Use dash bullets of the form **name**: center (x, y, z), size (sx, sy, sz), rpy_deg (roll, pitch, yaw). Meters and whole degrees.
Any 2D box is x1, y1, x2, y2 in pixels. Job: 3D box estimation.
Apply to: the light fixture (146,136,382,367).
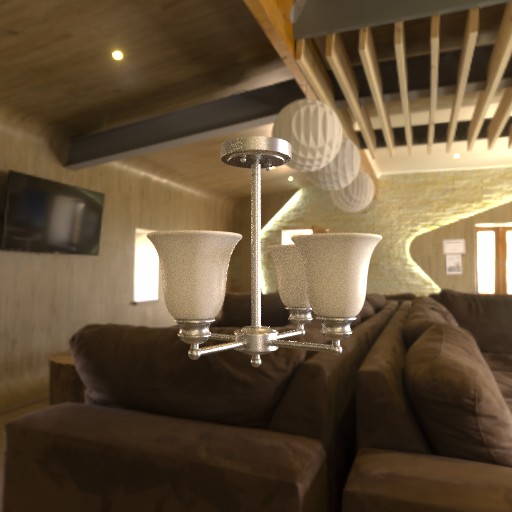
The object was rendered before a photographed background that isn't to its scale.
- **light fixture**: center (0.000, 0.000, 0.746), size (0.427, 0.370, 0.427), rpy_deg (-2, -3, 36)
